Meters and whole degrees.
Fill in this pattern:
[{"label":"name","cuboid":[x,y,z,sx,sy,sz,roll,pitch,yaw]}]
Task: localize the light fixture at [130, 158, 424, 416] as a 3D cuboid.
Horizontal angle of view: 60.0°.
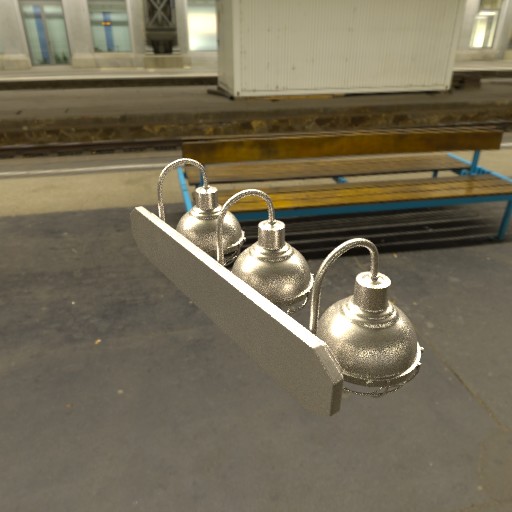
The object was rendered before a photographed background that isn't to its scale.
[{"label":"light fixture","cuboid":[0.000,0.000,0.793,0.229,0.254,0.634,-18,32,-31]}]
